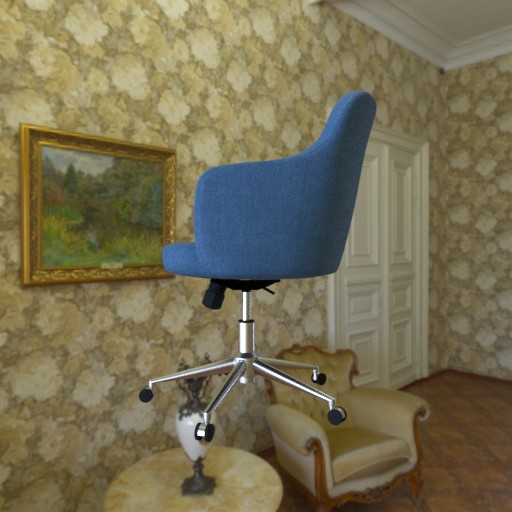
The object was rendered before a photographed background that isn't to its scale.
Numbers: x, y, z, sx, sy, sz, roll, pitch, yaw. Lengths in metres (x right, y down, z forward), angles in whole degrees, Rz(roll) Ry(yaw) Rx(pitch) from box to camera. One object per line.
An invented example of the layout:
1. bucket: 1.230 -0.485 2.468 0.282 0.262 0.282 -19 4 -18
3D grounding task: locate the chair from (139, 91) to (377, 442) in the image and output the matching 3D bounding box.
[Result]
1. chair: 0.000 0.000 1.249 0.655 0.820 0.599 0 0 1
